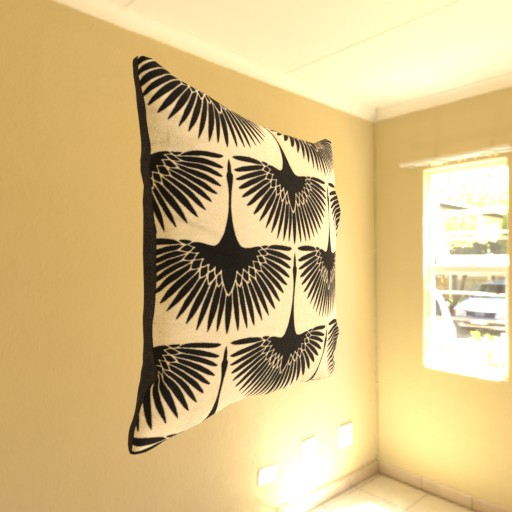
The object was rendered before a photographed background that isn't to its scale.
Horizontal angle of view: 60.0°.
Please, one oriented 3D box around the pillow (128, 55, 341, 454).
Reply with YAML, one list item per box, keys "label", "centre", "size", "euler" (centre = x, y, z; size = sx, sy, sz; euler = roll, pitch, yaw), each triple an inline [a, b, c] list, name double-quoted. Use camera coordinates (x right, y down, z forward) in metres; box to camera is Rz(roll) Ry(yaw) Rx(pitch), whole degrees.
- label: "pillow"
  centre: [0.000, 0.000, 0.644]
  size: [0.139, 0.432, 0.432]
  euler: [-1, -1, 38]
